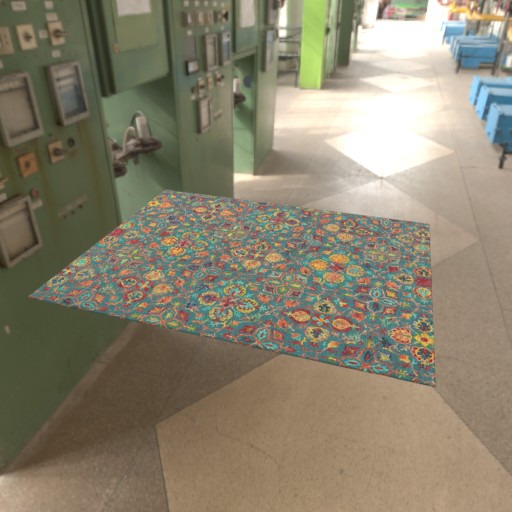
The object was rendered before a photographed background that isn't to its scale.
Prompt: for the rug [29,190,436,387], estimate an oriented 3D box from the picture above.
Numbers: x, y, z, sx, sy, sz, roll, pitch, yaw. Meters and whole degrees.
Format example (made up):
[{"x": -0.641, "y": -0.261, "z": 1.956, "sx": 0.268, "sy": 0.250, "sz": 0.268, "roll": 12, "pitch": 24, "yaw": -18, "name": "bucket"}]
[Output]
[{"x": 0.000, "y": 0.000, "z": 4.258, "sx": 3.204, "sy": 0.025, "sz": 2.434, "roll": 9, "pitch": 32, "yaw": 15, "name": "rug"}]
